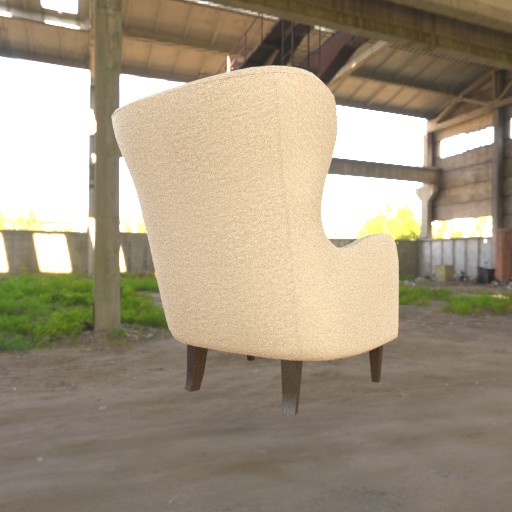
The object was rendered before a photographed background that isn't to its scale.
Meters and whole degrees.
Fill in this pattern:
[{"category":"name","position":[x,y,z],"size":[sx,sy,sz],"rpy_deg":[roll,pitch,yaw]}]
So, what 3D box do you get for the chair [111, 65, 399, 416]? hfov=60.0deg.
[{"category":"chair","position":[0.000,0.000,1.729],"size":[0.861,1.064,0.984],"rpy_deg":[0,0,36]}]
